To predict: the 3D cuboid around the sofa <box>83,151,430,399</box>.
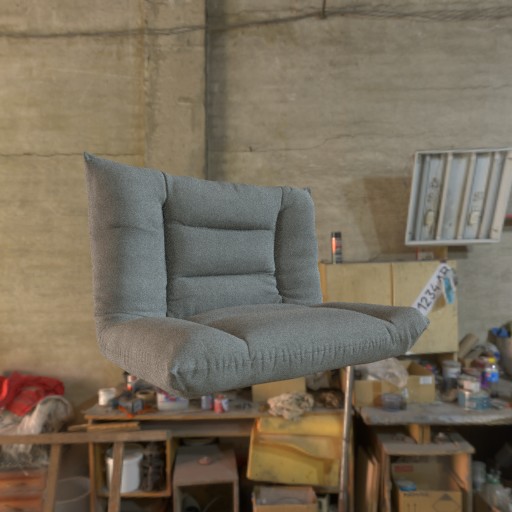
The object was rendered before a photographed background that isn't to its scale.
[{"bbox_3d":[0.000,0.000,1.739,1.144,0.795,0.847,0,0,-34],"label":"sofa"}]
